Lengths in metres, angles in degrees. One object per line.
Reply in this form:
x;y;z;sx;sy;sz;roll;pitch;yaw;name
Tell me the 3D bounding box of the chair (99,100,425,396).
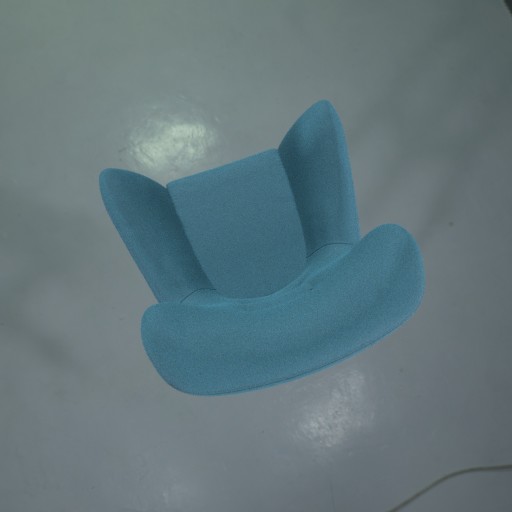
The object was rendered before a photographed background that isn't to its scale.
0.000;0.000;1.635;0.890;0.889;0.889;-19;76;-5;chair
